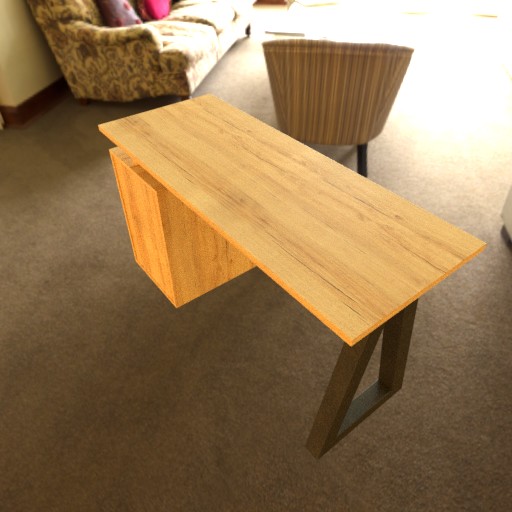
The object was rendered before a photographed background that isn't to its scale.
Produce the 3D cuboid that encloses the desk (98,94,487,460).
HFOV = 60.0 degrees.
[{"bbox_3d":[0.000,0.000,1.781,0.550,0.760,1.400,-27,48,-28],"label":"desk"}]
